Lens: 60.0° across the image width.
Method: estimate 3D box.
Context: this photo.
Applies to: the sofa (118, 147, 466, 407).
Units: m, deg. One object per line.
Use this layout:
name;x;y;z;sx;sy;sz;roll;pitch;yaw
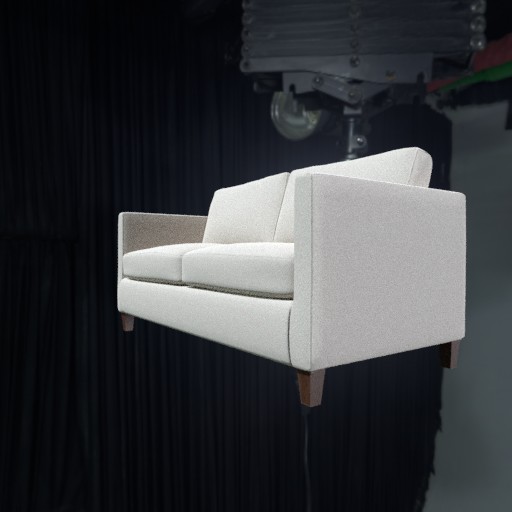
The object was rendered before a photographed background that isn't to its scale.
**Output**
sofa;0.000;0.000;2.210;0.873;0.888;1.722;0;0;-36
